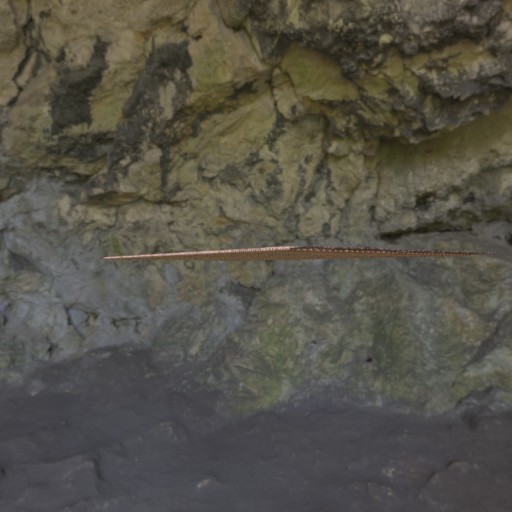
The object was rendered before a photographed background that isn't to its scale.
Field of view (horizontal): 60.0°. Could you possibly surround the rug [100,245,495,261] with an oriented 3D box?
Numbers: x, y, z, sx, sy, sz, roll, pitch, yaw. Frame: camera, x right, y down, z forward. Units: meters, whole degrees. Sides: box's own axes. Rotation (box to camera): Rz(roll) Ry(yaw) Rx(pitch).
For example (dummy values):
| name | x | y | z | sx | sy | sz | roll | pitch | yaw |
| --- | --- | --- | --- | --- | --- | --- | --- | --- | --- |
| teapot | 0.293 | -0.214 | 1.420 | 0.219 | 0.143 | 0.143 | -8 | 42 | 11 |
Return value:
| name | x | y | z | sx | sy | sz | roll | pitch | yaw |
| --- | --- | --- | --- | --- | --- | --- | --- | --- | --- |
| rug | 0.000 | 0.000 | 1.989 | 0.905 | 0.017 | 1.718 | 1 | -2 | -36 |
